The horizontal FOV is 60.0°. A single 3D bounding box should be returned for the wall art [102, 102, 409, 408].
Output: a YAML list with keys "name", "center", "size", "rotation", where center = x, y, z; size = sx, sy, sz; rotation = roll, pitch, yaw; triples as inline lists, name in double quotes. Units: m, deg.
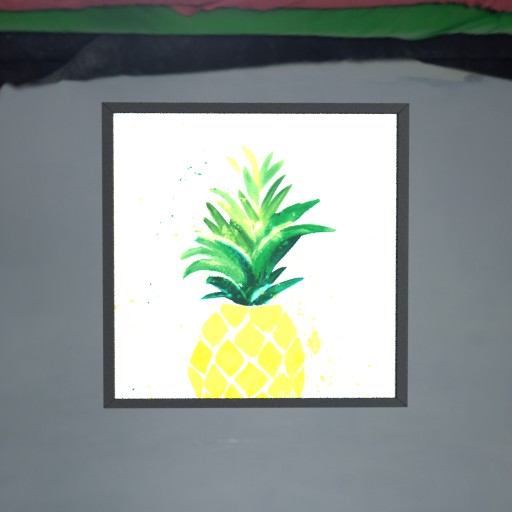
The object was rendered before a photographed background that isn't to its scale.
- name: "wall art"
  center: [0.000, 0.000, 1.122]
  size: [0.762, 0.760, 0.037]
  rotation: [0, 1, -1]
